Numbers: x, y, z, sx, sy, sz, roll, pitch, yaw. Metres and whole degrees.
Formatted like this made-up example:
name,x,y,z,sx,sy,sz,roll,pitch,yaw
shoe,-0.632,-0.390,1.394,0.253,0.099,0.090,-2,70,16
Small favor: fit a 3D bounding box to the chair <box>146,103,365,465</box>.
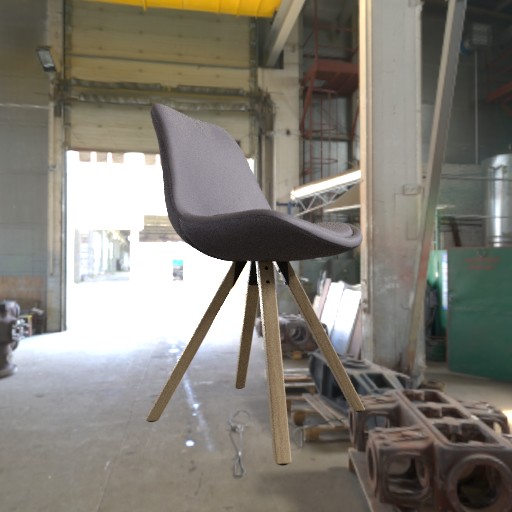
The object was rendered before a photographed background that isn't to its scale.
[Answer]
name,x,y,z,sx,sy,sz,roll,pitch,yaw
chair,0.000,0.000,1.207,0.547,0.865,0.483,-1,-1,35
